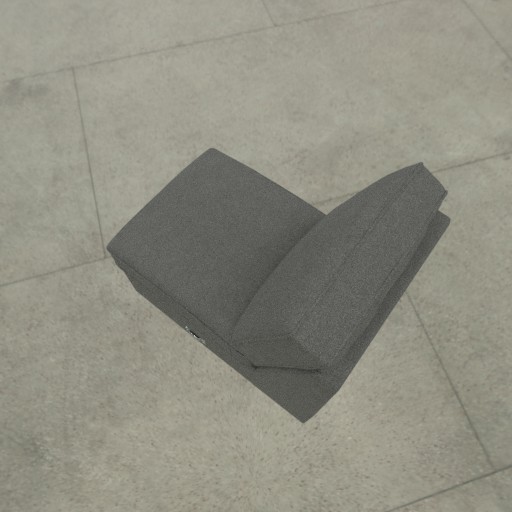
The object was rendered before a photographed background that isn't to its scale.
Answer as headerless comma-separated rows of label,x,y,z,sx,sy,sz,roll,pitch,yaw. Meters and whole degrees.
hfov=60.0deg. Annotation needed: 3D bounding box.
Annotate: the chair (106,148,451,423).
chair,0.000,0.000,1.559,0.938,0.970,0.621,35,68,16
